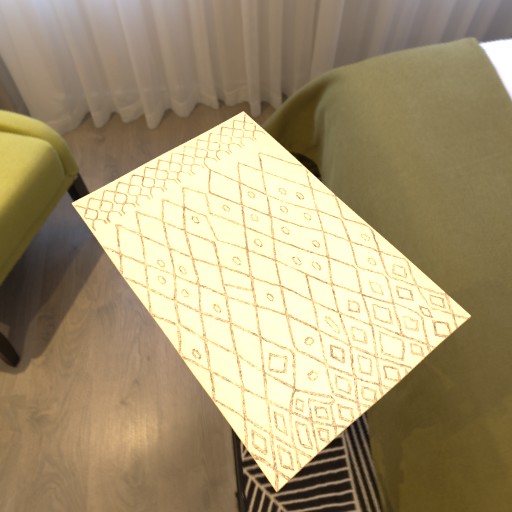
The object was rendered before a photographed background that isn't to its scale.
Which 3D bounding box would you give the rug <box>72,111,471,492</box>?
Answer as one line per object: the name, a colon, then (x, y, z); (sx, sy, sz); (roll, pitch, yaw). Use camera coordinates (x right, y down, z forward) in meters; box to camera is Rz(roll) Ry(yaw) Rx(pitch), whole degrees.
rug: (0.000, 0.000, 2.325); (1.222, 0.015, 1.828); (-34, 65, -18)
